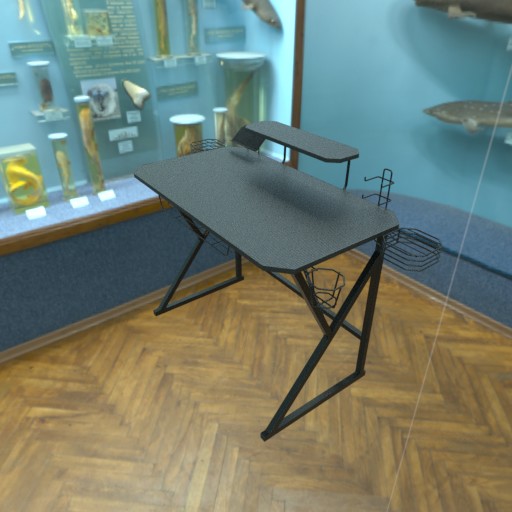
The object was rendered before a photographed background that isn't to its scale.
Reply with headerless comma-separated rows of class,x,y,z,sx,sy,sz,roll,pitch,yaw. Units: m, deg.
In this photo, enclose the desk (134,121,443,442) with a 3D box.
desk,0.000,0.000,1.761,0.580,0.880,1.290,-21,37,-31
